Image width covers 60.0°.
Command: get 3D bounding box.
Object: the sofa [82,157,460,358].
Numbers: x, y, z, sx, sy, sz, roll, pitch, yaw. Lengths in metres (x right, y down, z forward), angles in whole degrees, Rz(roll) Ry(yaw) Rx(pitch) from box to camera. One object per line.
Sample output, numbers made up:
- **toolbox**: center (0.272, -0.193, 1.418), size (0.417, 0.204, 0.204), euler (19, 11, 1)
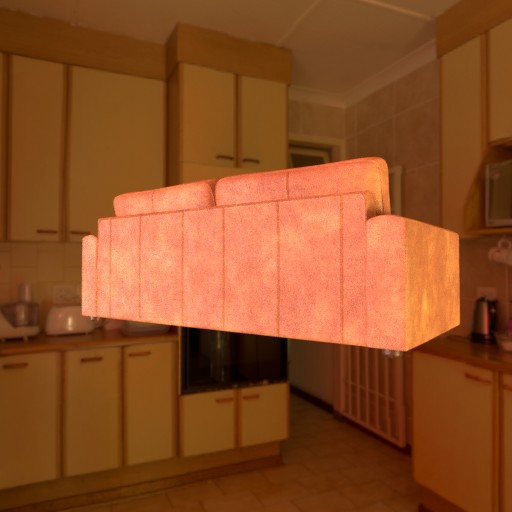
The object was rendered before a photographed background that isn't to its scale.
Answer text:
- **sofa**: center (0.000, 0.000, 2.769), size (2.179, 0.873, 1.016), euler (-1, -2, 36)
